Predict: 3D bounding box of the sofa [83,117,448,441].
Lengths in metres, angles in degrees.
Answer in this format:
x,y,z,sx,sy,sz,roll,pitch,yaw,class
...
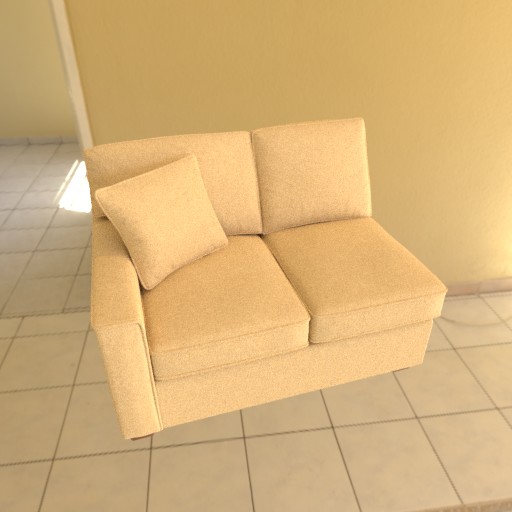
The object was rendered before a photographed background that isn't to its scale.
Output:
x,y,z,sx,sy,sz,roll,pitch,yaw,class
0.000,0.000,2.026,1.388,0.989,0.991,-10,34,-15,sofa
